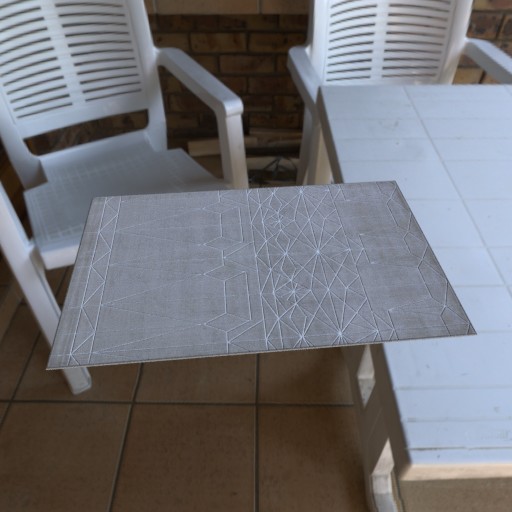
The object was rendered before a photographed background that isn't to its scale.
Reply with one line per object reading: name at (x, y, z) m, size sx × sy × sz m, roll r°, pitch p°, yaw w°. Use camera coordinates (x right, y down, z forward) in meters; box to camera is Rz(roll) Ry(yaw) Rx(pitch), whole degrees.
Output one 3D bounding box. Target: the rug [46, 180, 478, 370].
rug at (0.000, 0.000, 3.024) m, size 2.438 × 0.012 × 1.524 m, roll -4°, pitch 45°, yaw -4°
